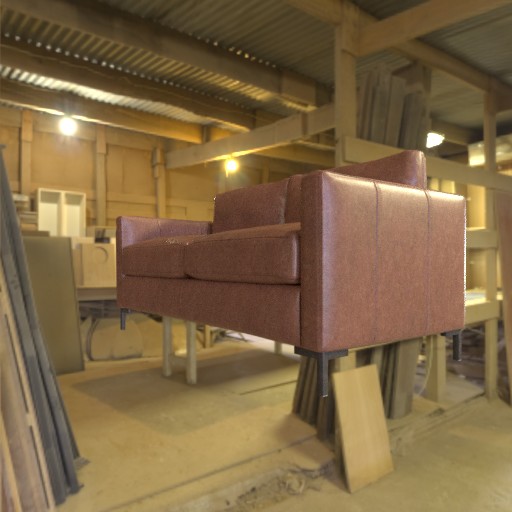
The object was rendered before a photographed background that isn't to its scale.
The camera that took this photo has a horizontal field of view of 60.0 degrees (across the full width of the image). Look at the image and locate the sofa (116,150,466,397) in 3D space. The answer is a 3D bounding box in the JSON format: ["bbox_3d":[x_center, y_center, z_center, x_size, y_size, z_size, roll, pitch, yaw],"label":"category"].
[{"bbox_3d":[0.000,0.000,2.273,0.899,0.883,1.797,1,-1,-38],"label":"sofa"}]
